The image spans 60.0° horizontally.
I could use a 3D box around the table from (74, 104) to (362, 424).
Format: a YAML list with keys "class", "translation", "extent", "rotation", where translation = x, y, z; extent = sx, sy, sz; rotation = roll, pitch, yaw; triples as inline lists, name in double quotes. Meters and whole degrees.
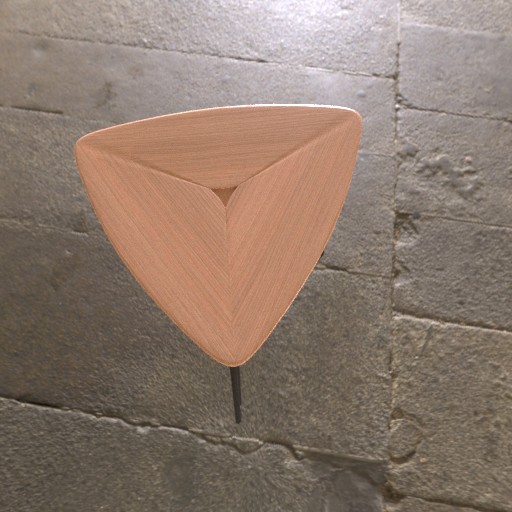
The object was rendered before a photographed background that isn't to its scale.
- class: "table"
  translation: [0.000, 0.000, 0.908]
  extent: [0.455, 0.564, 0.442]
  rotation: [-33, 69, -15]
